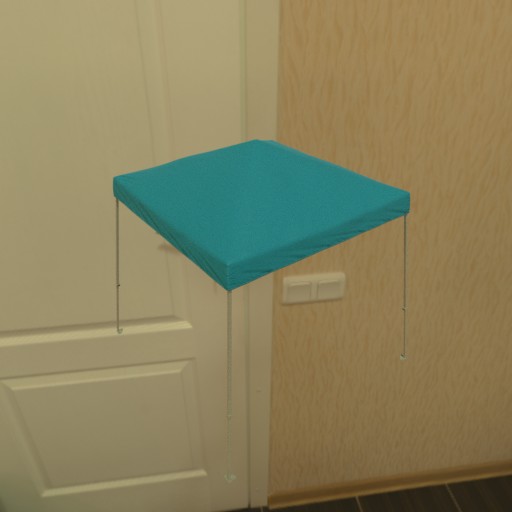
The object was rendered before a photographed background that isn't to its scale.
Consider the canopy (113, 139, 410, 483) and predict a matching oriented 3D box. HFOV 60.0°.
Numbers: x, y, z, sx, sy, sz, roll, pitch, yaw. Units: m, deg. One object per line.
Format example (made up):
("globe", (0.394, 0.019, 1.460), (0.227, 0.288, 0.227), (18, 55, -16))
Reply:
("canopy", (0.000, 0.000, 6.776), (3.599, 3.600, 3.600), (-22, 38, -31))
